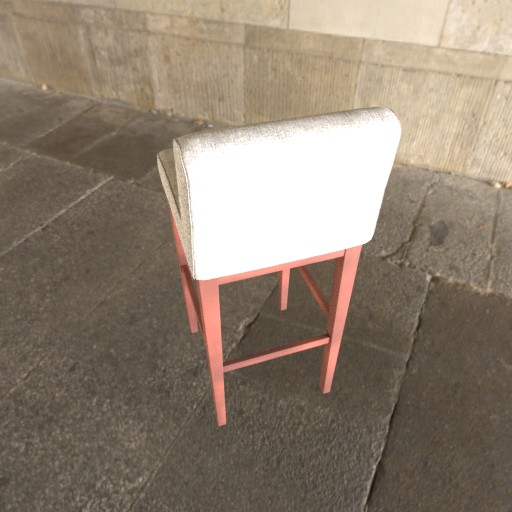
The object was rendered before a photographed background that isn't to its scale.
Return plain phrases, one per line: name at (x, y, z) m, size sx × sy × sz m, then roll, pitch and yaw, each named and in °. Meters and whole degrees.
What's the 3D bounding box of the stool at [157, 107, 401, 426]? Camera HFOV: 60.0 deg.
stool at (0.000, 0.000, 1.252) m, size 0.426 × 0.965 × 0.499 m, roll -12°, pitch 42°, yaw -14°
